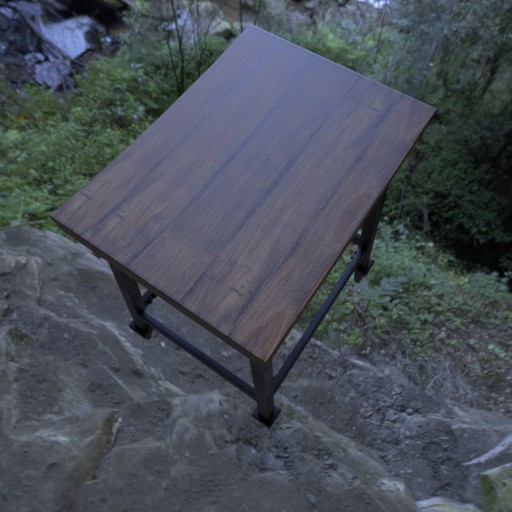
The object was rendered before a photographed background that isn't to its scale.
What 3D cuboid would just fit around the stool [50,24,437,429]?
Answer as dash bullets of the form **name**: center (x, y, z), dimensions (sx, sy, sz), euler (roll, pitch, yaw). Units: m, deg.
- **stool**: center (0.000, 0.000, 0.912), dimensions (0.405, 0.625, 0.486), euler (32, 68, 15)
